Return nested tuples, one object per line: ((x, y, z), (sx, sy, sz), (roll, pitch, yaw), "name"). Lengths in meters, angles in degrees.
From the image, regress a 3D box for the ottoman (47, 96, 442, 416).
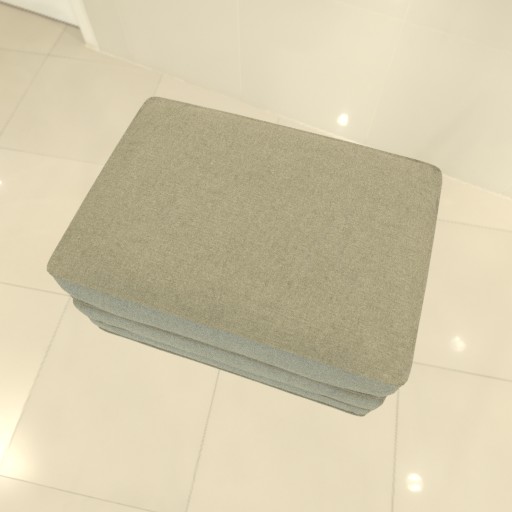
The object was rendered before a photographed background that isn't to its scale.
((0.000, 0.000, 1.243), (0.848, 0.508, 0.611), (16, 64, 8), "ottoman")
